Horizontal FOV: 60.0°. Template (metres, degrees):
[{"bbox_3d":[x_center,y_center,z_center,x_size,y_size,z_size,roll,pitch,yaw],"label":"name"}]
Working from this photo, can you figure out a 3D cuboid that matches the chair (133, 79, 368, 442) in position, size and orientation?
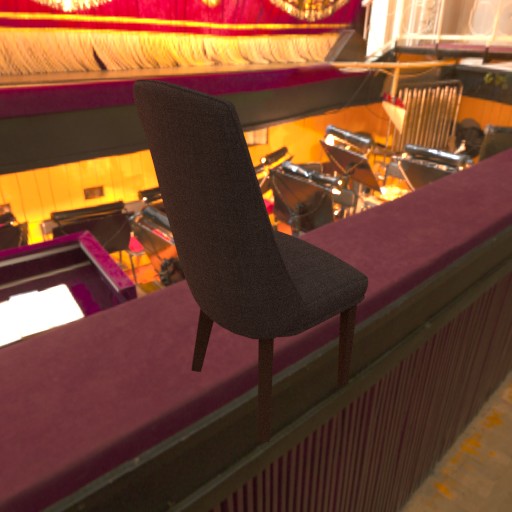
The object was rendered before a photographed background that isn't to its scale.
[{"bbox_3d":[0.000,0.000,1.373,0.577,1.050,0.510,-20,34,-33],"label":"chair"}]
